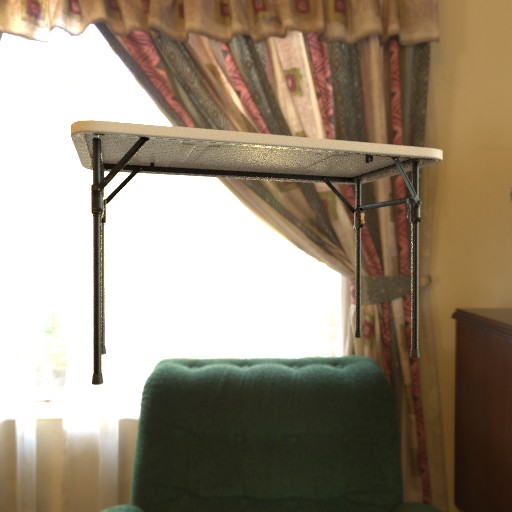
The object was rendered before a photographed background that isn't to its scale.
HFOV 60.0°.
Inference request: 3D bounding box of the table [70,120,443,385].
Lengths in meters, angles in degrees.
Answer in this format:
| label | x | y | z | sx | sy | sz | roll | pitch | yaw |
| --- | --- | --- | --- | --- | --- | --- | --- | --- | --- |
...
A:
| label | x | y | z | sx | sy | sz | roll | pitch | yaw |
| --- | --- | --- | --- | --- | --- | --- | --- | --- | --- |
| table | 0.000 | 0.000 | 1.622 | 1.219 | 0.729 | 0.610 | 0 | 0 | -17 |
